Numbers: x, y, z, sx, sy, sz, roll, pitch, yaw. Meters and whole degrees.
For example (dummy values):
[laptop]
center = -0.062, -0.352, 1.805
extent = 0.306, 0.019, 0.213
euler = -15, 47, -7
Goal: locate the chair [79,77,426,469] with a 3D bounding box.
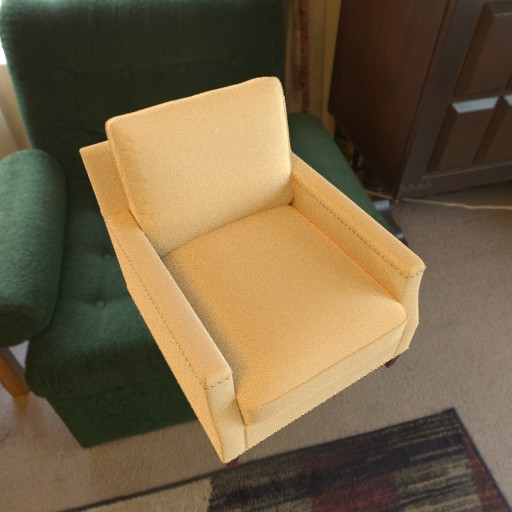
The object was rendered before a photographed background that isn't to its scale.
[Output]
[chair]
center = 0.000, 0.000, 1.651
extent = 0.853, 0.943, 1.014
euler = -24, 51, -22
